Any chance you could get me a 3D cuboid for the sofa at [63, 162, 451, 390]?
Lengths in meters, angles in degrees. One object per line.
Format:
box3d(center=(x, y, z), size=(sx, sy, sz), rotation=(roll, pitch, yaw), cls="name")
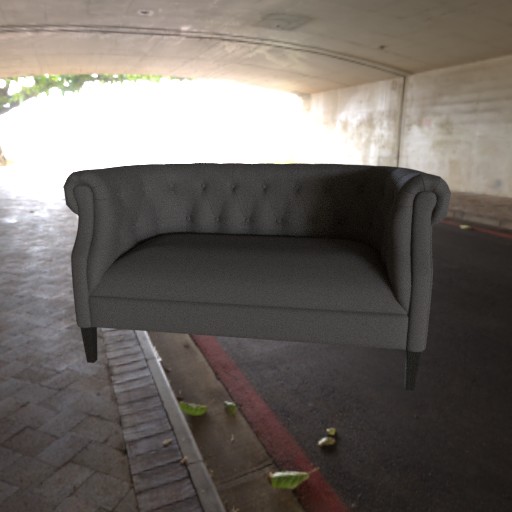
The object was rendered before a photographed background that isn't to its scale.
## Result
box3d(center=(0.000, 0.000, 2.089), size=(1.558, 0.827, 0.835), rotation=(2, 15, 9), cls="sofa")
